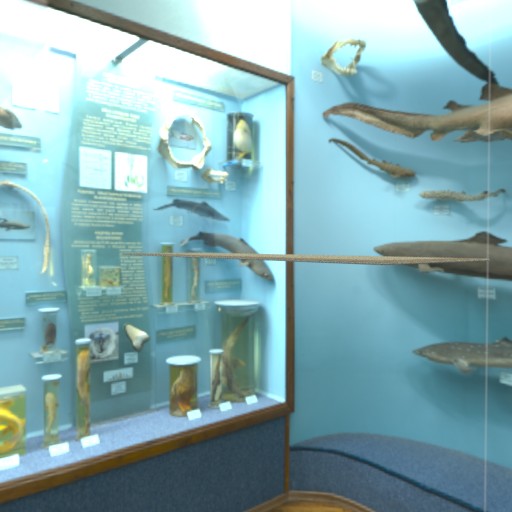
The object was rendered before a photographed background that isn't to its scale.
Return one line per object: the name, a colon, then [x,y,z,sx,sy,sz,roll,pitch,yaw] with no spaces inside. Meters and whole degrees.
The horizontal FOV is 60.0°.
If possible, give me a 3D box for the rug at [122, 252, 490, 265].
rug: [0.000,0.000,2.693,0.767,0.012,2.430,-1,2,-37]
